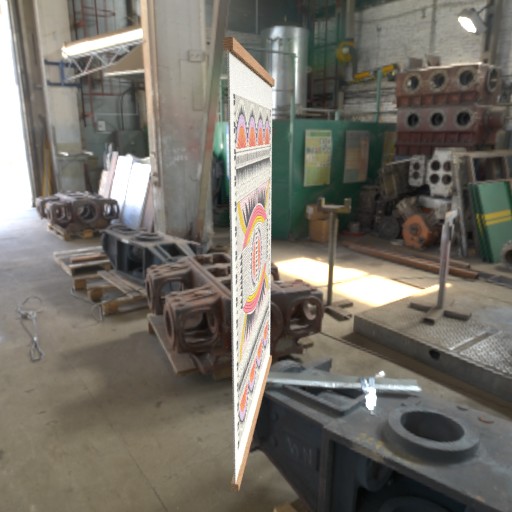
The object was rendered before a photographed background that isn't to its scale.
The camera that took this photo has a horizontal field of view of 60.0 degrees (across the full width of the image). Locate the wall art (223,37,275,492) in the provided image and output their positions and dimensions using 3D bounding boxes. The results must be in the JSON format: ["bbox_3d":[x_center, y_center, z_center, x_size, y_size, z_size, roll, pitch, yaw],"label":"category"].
[{"bbox_3d":[0.000,0.000,1.912,0.028,1.533,0.999,2,15,9],"label":"wall art"}]
